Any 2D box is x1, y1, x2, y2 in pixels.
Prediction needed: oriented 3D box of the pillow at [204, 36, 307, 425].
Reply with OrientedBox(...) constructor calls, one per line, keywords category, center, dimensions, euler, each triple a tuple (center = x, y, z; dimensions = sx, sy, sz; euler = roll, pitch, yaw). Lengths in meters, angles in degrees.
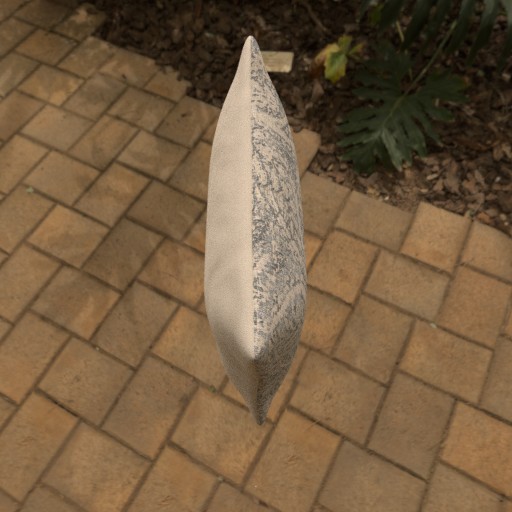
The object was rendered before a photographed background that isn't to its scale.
OrientedBox(category="pillow", center=(0.000, 0.000, 0.805), dimensions=(0.166, 0.510, 0.523), euler=(-1, 63, 0))
